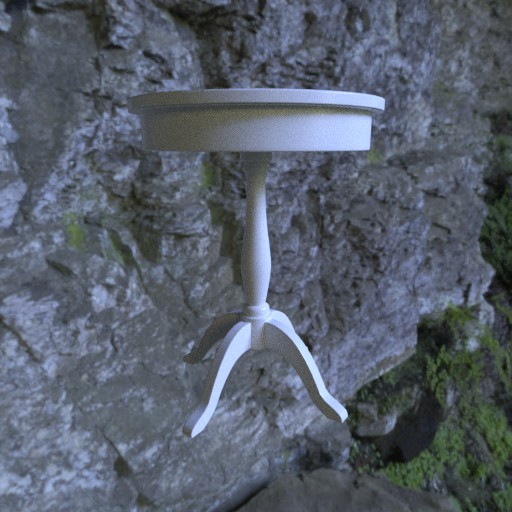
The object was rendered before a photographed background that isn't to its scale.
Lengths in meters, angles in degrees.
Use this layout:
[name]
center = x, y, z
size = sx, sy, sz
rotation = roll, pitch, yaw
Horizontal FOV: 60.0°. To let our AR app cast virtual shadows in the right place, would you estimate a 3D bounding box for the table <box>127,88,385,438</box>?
[table]
center = 0.000, 0.000, 0.995
size = 0.513, 0.653, 0.513
rotation = 0, 14, 0
